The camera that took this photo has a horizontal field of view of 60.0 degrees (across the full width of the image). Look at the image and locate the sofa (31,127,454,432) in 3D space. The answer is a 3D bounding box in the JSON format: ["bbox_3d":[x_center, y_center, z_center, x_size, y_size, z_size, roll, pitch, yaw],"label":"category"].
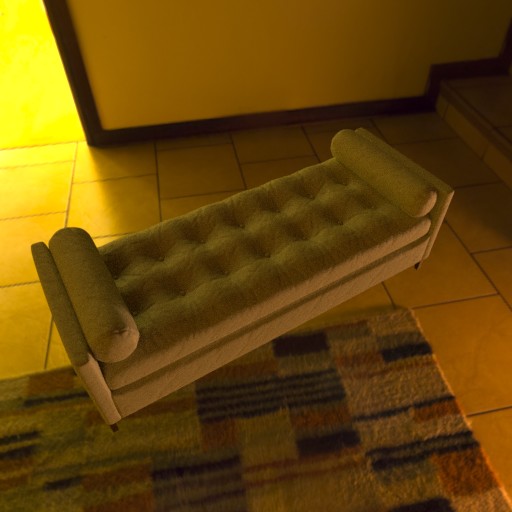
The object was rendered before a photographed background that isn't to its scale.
[{"bbox_3d":[0.000,0.000,2.478,2.102,0.705,0.796,-24,51,-21],"label":"sofa"}]
